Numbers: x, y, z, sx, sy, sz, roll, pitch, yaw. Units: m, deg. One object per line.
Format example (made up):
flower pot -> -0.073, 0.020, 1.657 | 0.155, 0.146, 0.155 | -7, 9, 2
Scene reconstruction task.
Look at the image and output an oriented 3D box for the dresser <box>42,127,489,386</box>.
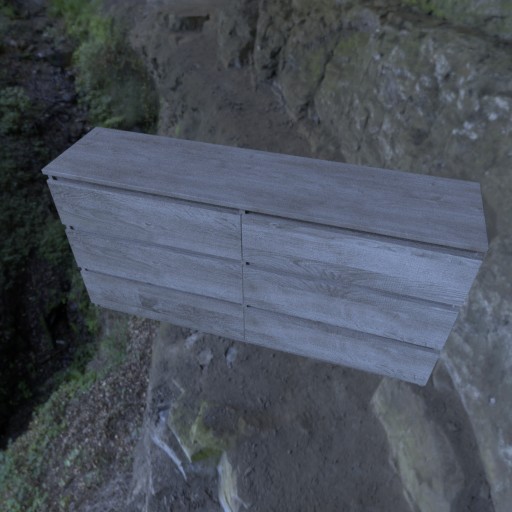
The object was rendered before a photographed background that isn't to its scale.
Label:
dresser -> 0.000, 0.000, 1.911 | 1.590, 0.795, 0.390 | 11, 43, 12
